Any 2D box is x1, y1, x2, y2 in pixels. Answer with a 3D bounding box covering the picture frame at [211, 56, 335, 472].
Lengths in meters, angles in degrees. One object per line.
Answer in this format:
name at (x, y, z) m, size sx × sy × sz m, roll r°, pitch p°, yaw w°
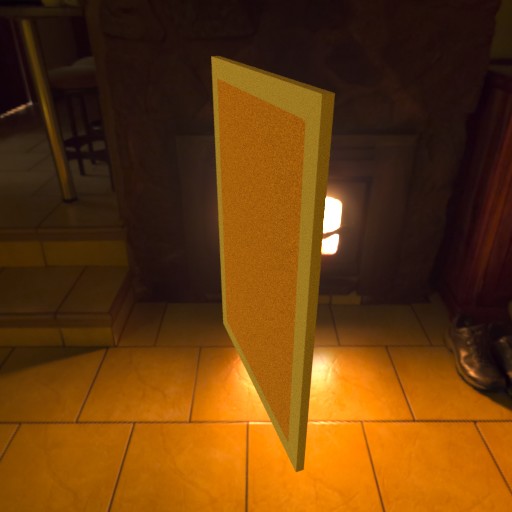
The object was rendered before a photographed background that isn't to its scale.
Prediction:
picture frame at (0.000, 0.000, 0.588) m, size 0.011 × 0.459 × 0.326 m, roll -10°, pitch 31°, yaw -17°
